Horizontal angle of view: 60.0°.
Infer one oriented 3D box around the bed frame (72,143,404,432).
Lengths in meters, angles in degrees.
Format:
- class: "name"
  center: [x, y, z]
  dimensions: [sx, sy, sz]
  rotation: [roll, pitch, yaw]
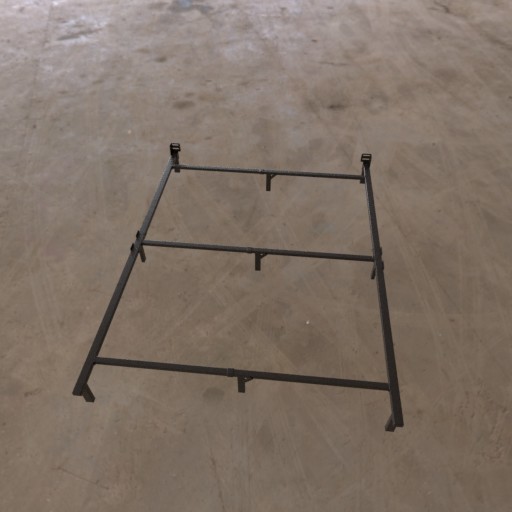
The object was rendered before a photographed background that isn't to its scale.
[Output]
- class: "bed frame"
  center: [0.000, 0.000, 2.687]
  dimensions: [1.498, 0.248, 1.990]
  rotation: [4, 46, 4]
